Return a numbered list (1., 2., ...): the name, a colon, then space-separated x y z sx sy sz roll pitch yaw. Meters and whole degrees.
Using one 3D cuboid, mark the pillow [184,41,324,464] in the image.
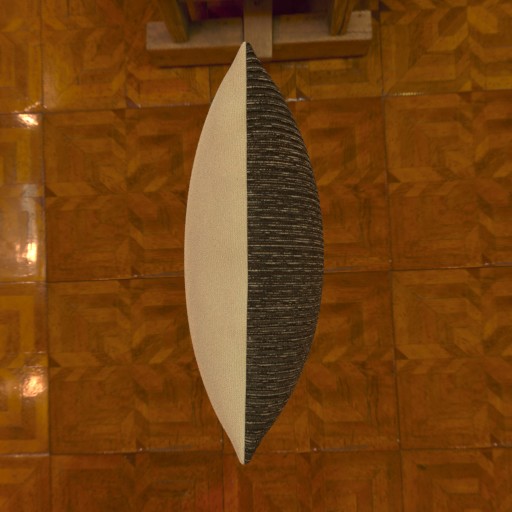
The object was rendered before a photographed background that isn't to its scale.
1. pillow: 0.000 0.000 0.661 0.196 0.434 0.433 0 88 2
